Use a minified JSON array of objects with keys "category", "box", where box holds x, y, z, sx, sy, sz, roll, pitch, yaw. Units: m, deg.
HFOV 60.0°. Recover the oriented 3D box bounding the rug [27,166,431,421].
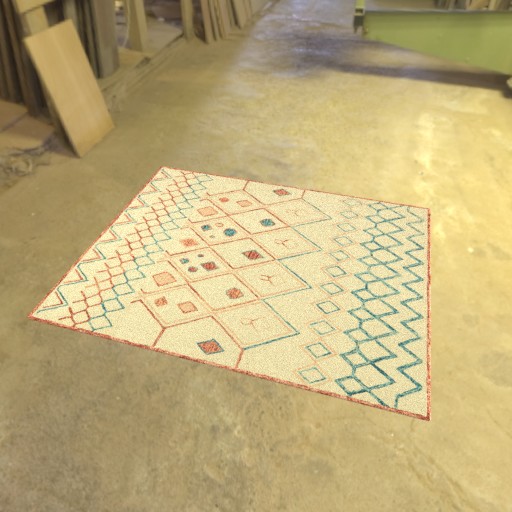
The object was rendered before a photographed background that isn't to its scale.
[{"category":"rug","box":[0.000,0.000,4.037,3.050,0.016,2.441,11,43,12]}]
